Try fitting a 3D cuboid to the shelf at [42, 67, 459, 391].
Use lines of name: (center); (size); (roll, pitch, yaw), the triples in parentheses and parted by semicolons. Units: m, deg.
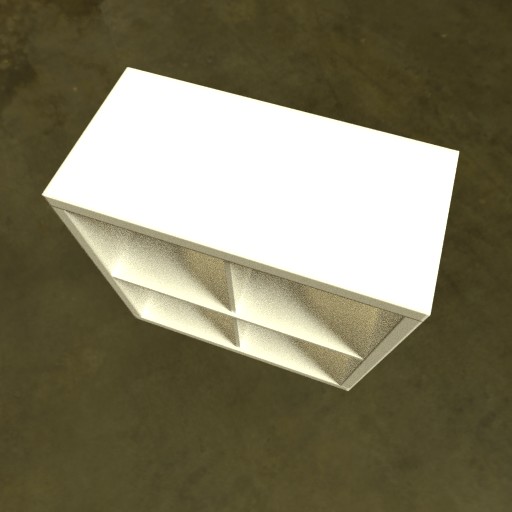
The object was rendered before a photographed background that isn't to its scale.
shelf: (0.000, 0.000, 1.280); (0.790, 0.786, 0.390); (17, 65, 8)
